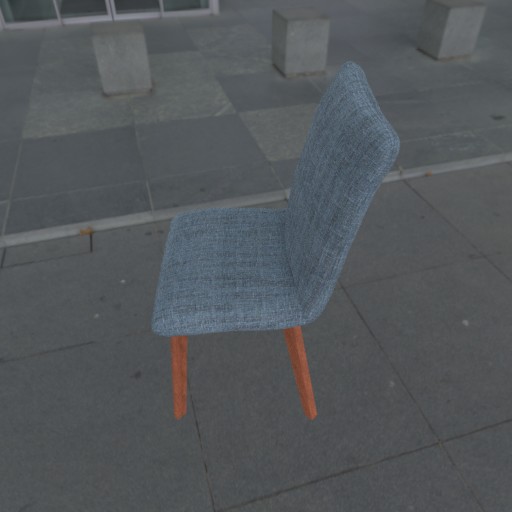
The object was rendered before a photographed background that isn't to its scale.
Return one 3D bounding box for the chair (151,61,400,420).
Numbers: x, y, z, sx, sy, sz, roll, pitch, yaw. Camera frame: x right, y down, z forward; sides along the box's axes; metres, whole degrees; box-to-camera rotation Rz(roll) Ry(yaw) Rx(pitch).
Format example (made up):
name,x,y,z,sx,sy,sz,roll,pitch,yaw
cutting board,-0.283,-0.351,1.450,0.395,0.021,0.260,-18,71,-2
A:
name,x,y,z,sx,sy,sz,roll,pitch,yaw
chair,0.000,0.000,1.307,0.563,0.974,0.522,-1,41,-1
